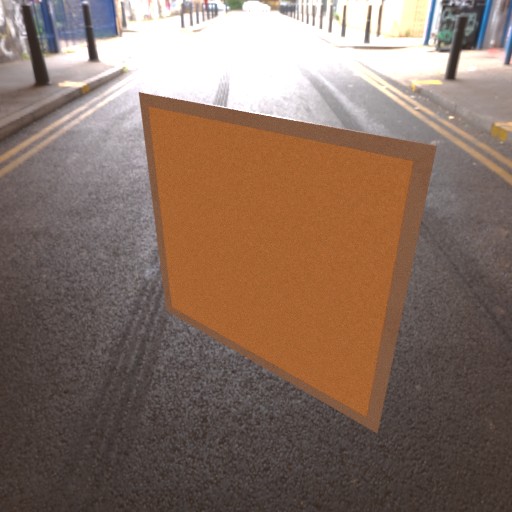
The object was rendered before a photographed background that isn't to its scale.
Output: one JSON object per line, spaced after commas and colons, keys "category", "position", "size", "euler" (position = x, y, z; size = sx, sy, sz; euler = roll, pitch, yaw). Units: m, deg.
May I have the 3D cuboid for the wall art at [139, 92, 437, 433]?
{"category": "wall art", "position": [0.000, 0.000, 1.691], "size": [1.168, 1.067, 0.025], "euler": [22, 37, 33]}
